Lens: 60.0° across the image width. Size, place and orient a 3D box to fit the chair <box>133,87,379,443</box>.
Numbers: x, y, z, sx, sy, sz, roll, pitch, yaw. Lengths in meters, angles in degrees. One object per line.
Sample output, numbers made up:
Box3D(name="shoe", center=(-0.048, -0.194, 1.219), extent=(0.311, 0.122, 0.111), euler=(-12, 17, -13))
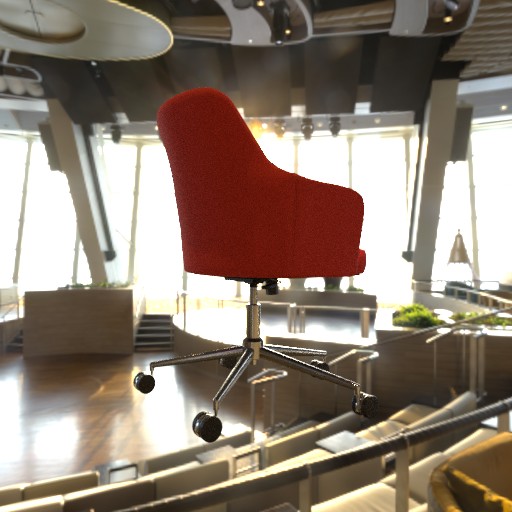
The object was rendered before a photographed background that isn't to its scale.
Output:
Box3D(name="chair", center=(0.000, 0.000, 1.307), extent=(0.600, 0.820, 0.655), euler=(0, 1, -36))
